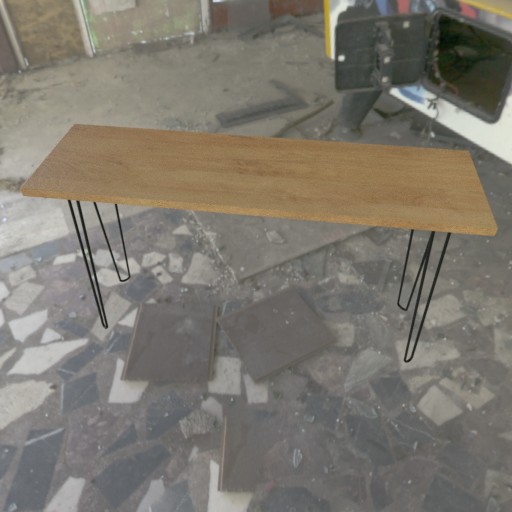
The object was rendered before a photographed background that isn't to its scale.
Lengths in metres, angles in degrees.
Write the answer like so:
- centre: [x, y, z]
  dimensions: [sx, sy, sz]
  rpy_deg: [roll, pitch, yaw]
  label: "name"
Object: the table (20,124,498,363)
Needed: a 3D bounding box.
- centre: [0.000, 0.000, 1.708]
  dimensions: [1.400, 0.799, 0.399]
  rpy_deg: [5, 46, 5]
  label: "table"
